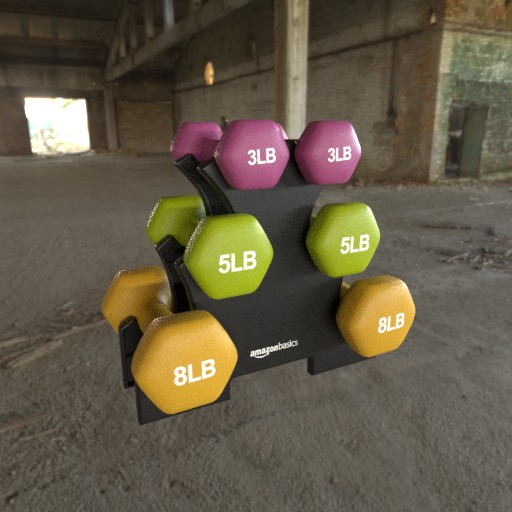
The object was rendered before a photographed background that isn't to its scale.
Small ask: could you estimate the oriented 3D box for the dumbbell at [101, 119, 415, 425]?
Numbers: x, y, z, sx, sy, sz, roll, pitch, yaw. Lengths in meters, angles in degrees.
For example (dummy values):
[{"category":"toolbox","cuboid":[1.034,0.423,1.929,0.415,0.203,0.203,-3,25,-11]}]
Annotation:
[{"category":"dumbbell","cuboid":[0.000,0.000,0.467,0.300,0.271,0.190,-8,18,-26]}]
